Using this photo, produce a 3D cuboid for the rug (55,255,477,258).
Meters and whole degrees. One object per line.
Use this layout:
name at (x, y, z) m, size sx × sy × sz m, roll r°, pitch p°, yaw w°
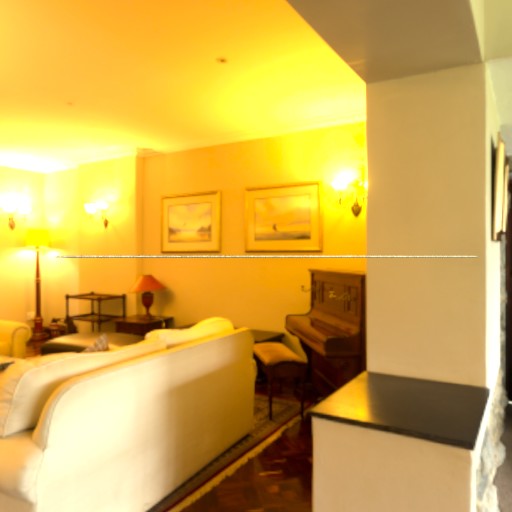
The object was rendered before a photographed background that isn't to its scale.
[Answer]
rug at (0.000, 0.000, 3.143) m, size 2.447 × 0.021 × 1.527 m, roll 0°, pitch 0°, yaw -18°
